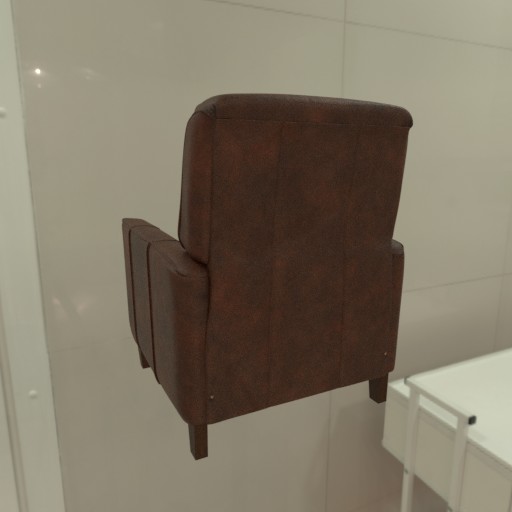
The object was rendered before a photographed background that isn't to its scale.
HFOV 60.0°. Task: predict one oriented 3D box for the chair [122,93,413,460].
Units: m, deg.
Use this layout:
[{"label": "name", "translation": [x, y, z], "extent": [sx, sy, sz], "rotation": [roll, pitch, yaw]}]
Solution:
[{"label": "chair", "translation": [0.000, 0.000, 1.651], "extent": [0.843, 1.043, 0.836], "rotation": [-6, 14, -26]}]
